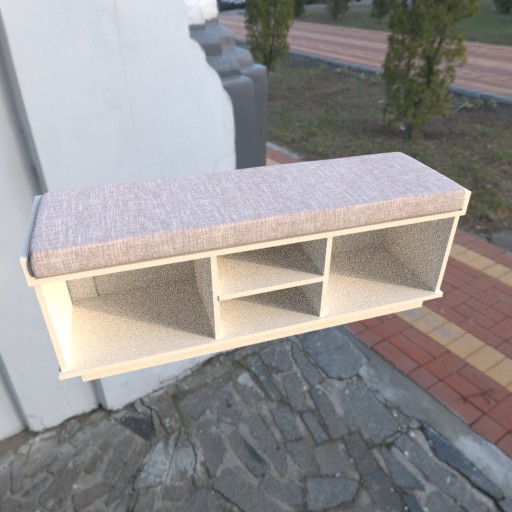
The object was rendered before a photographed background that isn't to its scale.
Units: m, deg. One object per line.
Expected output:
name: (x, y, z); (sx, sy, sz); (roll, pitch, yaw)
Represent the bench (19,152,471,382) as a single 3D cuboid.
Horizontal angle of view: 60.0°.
bench: (0.000, 0.000, 1.371); (1.196, 0.453, 0.363); (-10, 33, -15)
